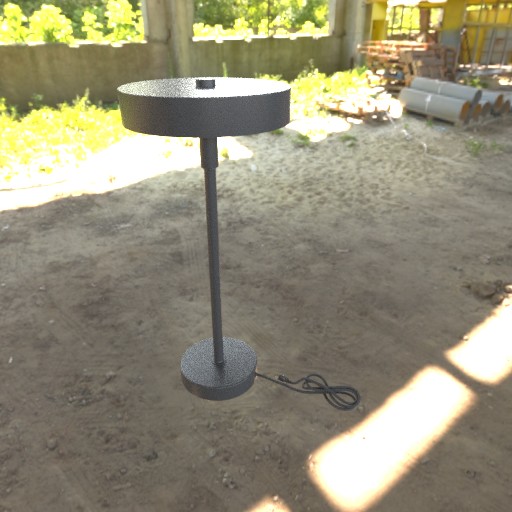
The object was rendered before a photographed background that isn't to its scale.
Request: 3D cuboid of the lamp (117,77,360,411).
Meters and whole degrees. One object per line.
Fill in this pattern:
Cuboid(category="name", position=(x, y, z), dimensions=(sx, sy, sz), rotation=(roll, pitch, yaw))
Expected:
Cuboid(category="lamp", position=(0.000, 0.000, 0.686), dimensions=(0.369, 0.508, 0.229), rotation=(8, 28, 15))
